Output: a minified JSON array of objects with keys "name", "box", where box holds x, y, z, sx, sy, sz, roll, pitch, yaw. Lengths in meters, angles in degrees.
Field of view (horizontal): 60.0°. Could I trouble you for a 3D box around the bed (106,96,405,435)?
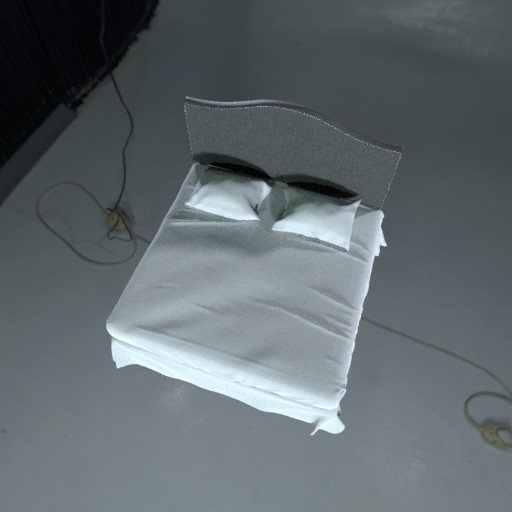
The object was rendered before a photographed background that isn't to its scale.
[{"name":"bed","box":[0.000,0.000,3.844,2.314,1.651,2.219,16,59,10]}]
